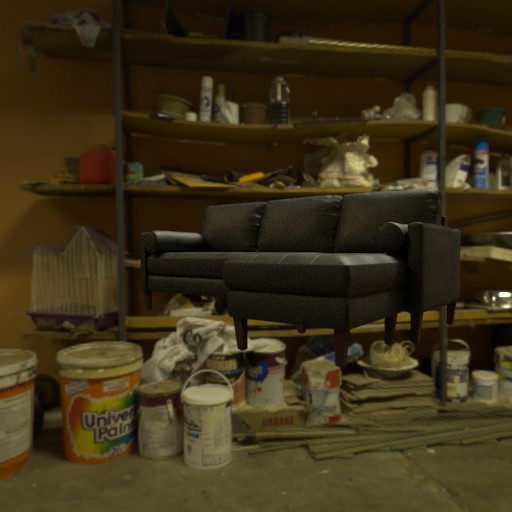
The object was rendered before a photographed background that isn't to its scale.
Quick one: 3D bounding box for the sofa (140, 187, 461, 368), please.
[{"bbox_3d":[0.000,0.000,2.893,2.178,0.876,1.497,0,1,37],"label":"sofa"}]
